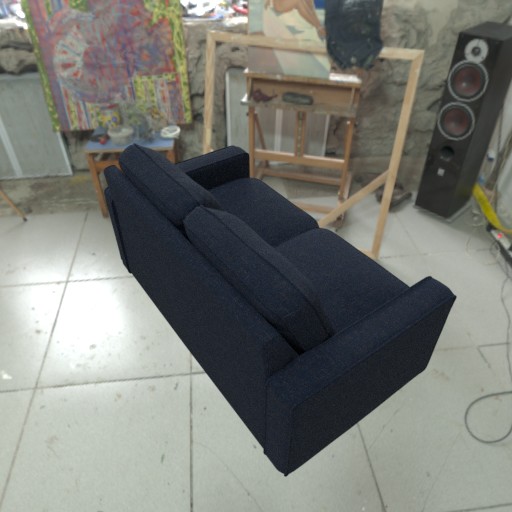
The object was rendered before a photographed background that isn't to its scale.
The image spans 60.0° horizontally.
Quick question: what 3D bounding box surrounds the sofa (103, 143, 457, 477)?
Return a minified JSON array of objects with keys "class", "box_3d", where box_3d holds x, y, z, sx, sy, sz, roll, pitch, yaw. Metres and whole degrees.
[{"class":"sofa","box_3d":[0.000,0.000,2.292,0.947,0.918,1.709,-25,47,-26]}]
